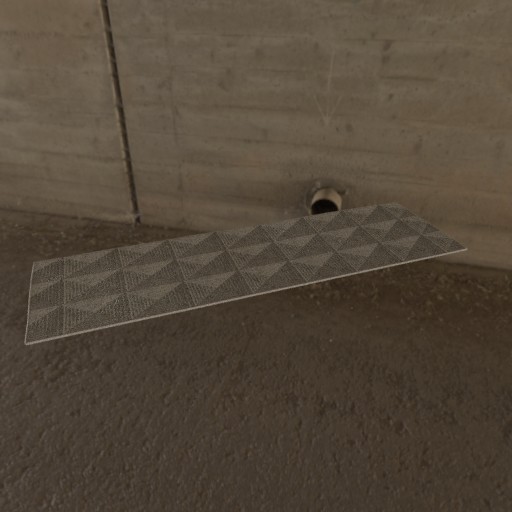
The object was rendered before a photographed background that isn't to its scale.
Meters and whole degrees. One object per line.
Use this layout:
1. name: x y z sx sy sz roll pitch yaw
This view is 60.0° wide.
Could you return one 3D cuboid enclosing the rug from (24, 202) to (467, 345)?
1. rug: 0.000 0.000 2.315 2.182 0.015 0.645 -11 33 -17
